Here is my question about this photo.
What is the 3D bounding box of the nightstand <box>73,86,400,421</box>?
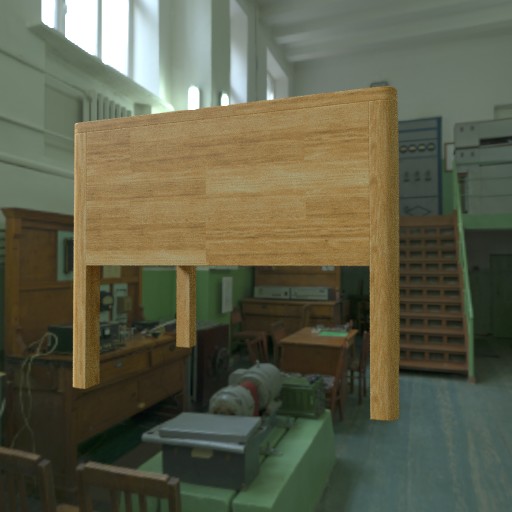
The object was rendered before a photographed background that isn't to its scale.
[{"bbox_3d":[0.000,0.000,0.913,0.560,0.470,0.440,0,-1,18],"label":"nightstand"}]
